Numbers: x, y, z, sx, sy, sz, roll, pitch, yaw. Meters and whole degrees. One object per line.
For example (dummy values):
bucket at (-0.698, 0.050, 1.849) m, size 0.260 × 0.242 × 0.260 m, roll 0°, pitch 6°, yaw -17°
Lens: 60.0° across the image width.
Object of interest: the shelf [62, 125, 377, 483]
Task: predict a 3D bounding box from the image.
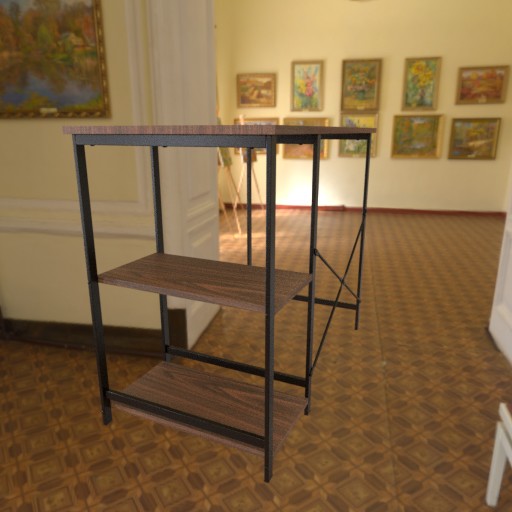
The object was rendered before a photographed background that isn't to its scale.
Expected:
shelf at (0.000, 0.000, 1.344) m, size 0.498 × 0.750 × 0.902 m, roll 7°, pitch 17°, yaw 24°
